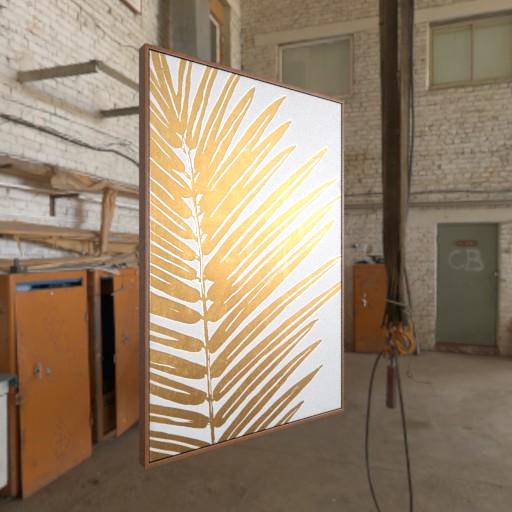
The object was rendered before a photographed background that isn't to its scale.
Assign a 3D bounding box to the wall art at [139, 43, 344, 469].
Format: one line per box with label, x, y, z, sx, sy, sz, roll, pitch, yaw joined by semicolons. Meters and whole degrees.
wall art;0.000;0.000;1.142;0.610;0.914;0.037;0;0;-36
